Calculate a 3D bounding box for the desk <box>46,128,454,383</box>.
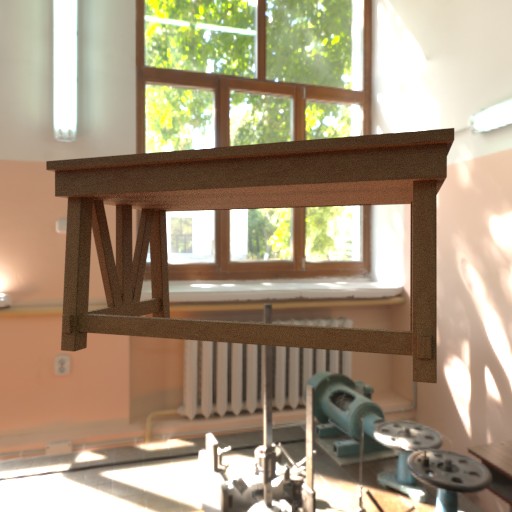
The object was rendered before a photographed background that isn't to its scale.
[{"bbox_3d":[0.000,0.000,1.925,1.499,0.762,0.813,0,1,19],"label":"desk"}]
